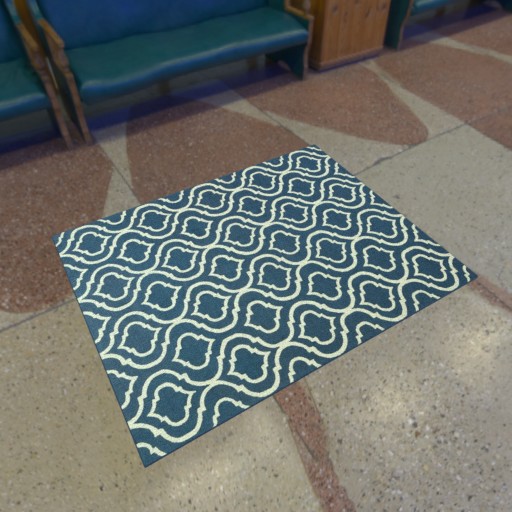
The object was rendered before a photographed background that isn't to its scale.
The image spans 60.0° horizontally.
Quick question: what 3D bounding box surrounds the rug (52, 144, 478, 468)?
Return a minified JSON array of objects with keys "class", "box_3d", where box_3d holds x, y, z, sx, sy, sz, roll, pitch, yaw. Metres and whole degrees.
[{"class":"rug","box_3d":[0.000,0.000,3.778,2.881,0.020,2.270,-23,51,-21]}]
